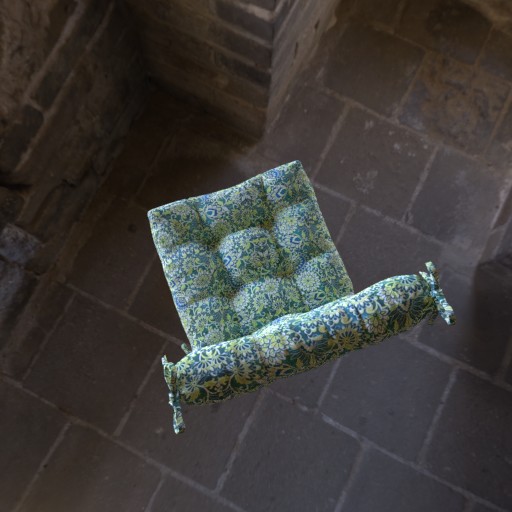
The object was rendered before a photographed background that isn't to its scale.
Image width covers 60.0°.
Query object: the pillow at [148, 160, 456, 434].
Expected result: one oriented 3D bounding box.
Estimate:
[{"bbox_3d":[0.000,0.000,1.022,0.519,0.605,0.571,-20,77,-5],"label":"pillow"}]
